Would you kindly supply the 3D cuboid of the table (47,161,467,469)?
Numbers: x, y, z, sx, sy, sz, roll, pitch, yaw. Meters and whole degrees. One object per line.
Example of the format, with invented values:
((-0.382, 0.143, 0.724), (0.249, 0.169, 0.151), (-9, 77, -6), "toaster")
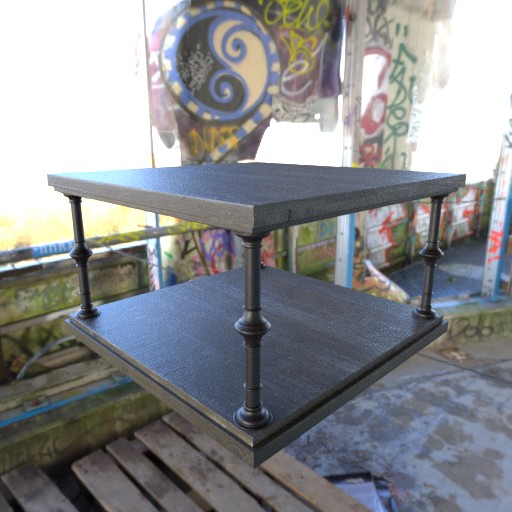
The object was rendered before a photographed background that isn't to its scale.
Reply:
((0.000, 0.000, 1.091), (0.696, 0.400, 0.696), (-15, 21, -43), "table")
